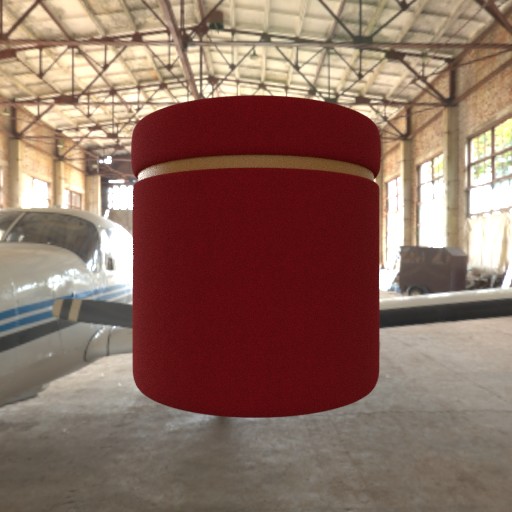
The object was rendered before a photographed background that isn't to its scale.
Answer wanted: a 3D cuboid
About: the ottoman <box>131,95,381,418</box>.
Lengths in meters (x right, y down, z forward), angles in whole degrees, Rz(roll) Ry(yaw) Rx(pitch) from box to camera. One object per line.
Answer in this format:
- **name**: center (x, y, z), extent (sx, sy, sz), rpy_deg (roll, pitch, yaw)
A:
- **ottoman**: center (0.000, 0.000, 0.738), extent (0.400, 0.406, 0.400), rpy_deg (0, 0, 0)
